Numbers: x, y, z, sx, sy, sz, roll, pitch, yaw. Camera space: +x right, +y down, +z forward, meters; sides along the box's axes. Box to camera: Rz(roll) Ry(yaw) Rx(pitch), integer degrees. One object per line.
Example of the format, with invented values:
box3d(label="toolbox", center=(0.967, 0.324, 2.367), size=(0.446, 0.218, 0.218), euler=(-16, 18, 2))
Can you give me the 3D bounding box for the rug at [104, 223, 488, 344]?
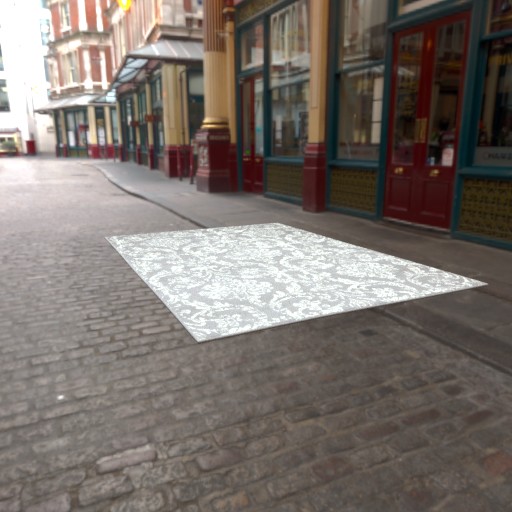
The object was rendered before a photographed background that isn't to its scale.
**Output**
box3d(label="rug", center=(0.000, 0.000, 2.897), size=(1.578, 0.014, 2.206), euler=(-7, 15, -26))
